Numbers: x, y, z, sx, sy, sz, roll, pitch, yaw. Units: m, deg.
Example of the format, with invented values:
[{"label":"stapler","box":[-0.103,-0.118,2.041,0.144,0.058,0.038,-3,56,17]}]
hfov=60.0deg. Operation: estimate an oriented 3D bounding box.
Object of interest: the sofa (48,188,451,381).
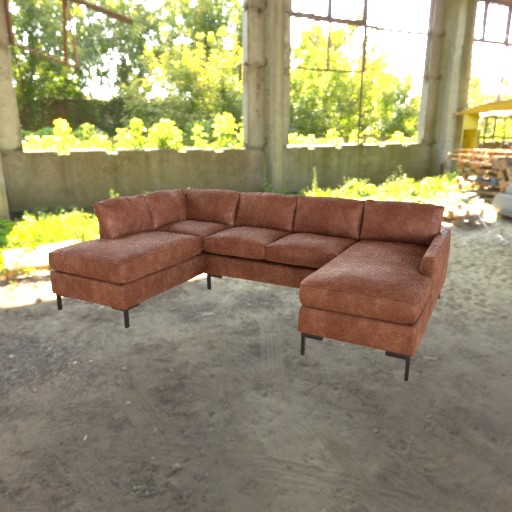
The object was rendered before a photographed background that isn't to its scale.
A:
[{"label":"sofa","box":[0.000,0.000,3.858,2.956,0.900,1.939,8,17,27]}]
